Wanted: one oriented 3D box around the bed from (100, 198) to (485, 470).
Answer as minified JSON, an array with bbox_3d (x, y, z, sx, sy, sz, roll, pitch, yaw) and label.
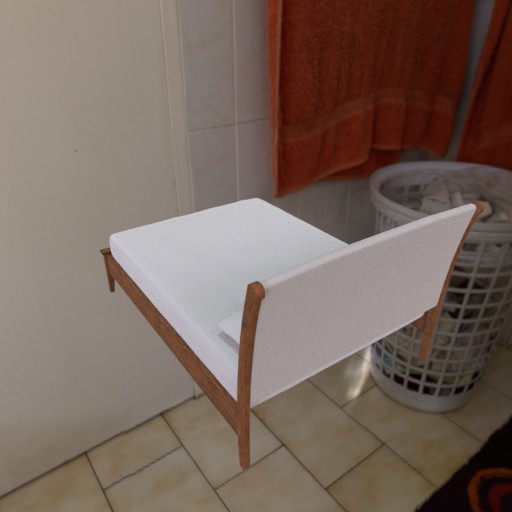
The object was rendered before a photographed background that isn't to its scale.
[{"bbox_3d":[0.000,0.000,2.971,1.502,1.135,2.108,-18,33,-30],"label":"bed"}]
